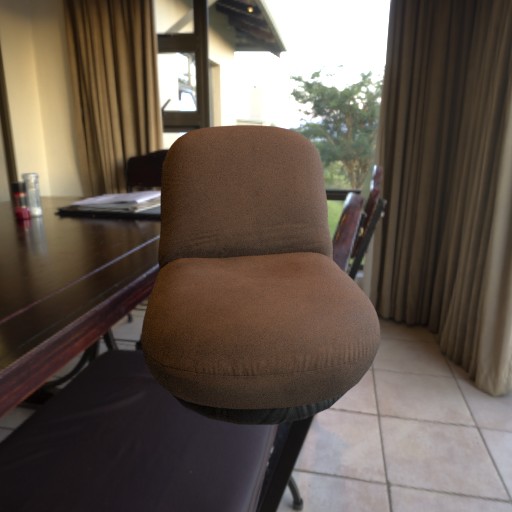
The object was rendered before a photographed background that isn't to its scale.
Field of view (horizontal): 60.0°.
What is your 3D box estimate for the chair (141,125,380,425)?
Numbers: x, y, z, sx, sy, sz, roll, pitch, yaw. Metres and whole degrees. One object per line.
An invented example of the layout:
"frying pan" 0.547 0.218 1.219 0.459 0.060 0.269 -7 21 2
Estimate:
"chair" 0.000 0.000 1.035 0.521 0.594 0.597 -2 16 -8
